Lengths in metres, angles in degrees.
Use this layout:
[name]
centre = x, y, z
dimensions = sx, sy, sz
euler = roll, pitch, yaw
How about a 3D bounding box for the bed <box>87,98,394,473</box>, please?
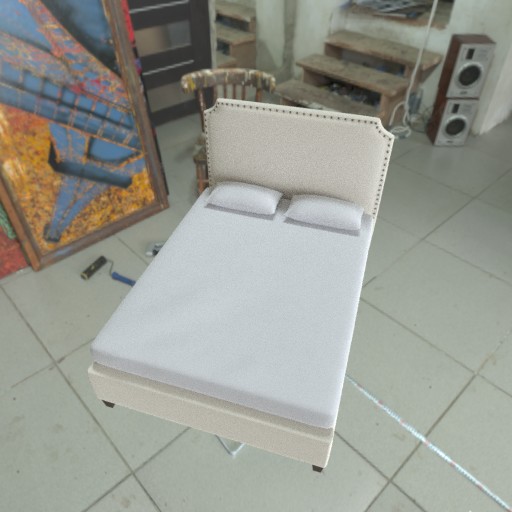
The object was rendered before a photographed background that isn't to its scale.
[bed]
centre = 0.000, 0.000, 3.472
dimensions = 1.712, 1.497, 2.372
euler = 12, 42, 13
